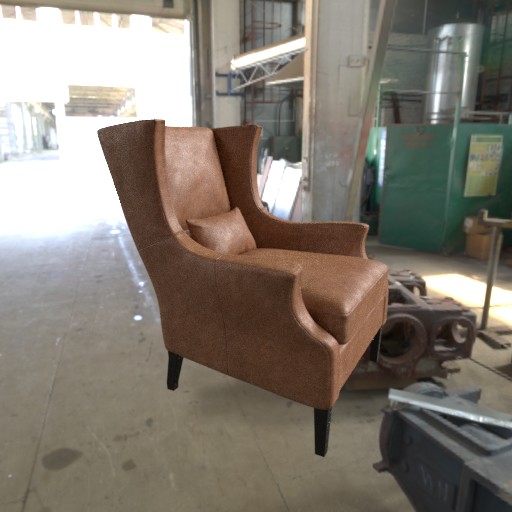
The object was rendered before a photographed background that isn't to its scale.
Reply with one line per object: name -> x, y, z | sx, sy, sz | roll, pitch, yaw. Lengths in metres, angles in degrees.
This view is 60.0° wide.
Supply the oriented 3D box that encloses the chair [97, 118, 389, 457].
chair -> 0.000, 0.000, 1.744 | 0.926, 1.016, 0.853 | 8, 16, 27
